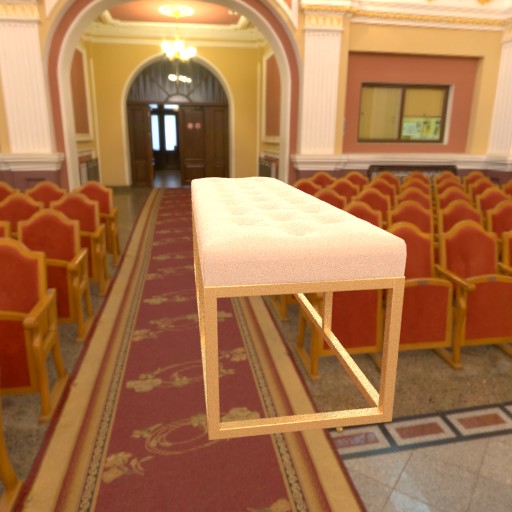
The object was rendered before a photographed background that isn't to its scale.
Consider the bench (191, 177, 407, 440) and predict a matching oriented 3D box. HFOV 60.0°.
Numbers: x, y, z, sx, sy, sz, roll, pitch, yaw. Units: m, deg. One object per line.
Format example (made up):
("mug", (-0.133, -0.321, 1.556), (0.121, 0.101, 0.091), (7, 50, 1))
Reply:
("bench", (0.000, 0.000, 1.711), (0.457, 0.484, 1.473), (-2, 15, -9))
